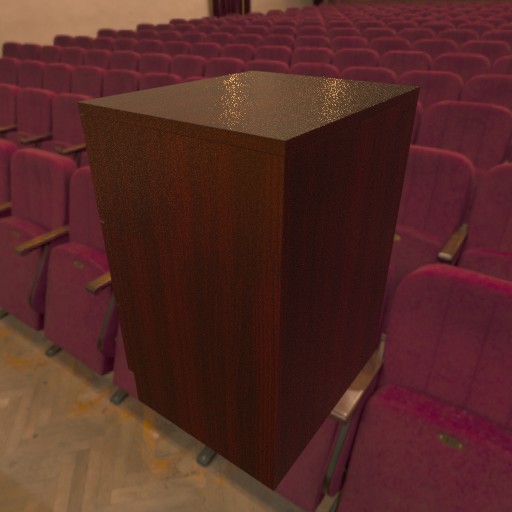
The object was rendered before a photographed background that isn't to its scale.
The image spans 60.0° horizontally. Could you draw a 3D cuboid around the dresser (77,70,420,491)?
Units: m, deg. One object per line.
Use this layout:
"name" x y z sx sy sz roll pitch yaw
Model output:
"dresser" 0.000 0.000 0.799 0.360 0.560 0.400 20 35 31
